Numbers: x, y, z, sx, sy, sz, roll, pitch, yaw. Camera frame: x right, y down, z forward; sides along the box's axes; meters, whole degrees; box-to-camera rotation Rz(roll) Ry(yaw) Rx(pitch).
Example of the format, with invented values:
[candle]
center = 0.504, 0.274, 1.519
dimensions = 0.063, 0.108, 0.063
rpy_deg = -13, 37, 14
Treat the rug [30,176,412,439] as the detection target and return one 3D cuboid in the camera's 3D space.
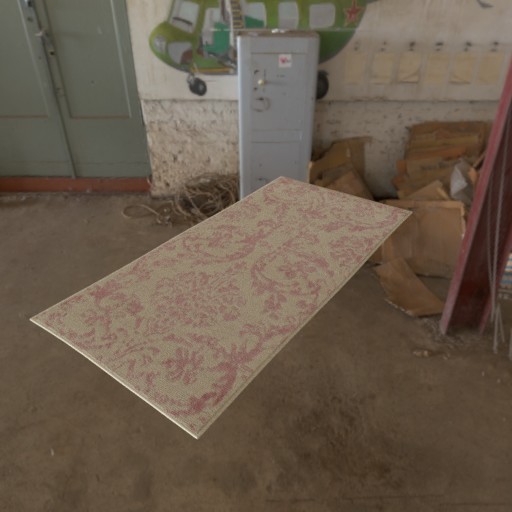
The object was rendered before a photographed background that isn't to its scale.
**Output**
[rug]
center = 0.000, 0.000, 1.439
dimensions = 0.604, 0.007, 1.219
rpy_deg = 21, 38, 30
